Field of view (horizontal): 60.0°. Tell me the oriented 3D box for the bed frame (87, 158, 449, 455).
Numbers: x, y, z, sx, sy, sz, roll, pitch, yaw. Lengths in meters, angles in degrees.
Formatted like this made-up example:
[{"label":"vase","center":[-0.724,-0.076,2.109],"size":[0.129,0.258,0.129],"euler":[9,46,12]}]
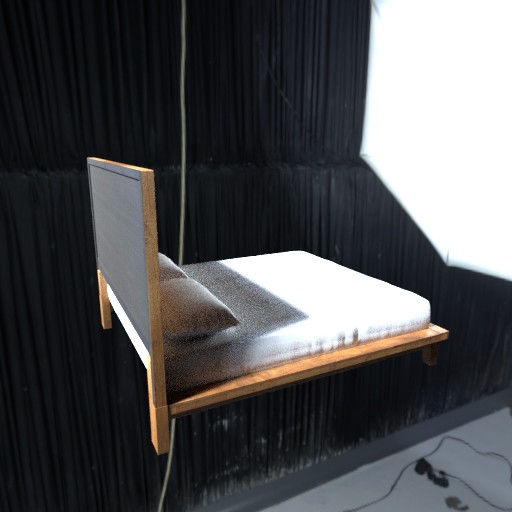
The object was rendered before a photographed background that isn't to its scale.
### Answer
[{"label":"bed frame","center":[0.000,0.000,3.614],"size":[2.235,1.537,2.038],"euler":[-7,16,-26]}]
